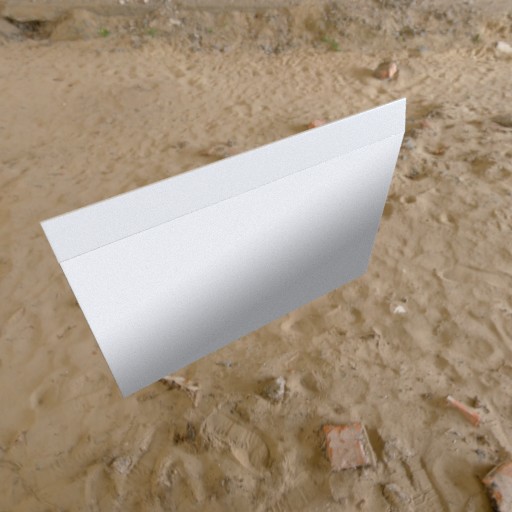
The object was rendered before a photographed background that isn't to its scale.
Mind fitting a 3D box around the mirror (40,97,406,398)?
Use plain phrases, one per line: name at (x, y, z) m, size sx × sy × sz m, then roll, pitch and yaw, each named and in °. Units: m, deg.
mirror at (0.000, 0.000, 1.151) m, size 0.870 × 0.630 × 0.030 m, roll -24°, pitch 51°, yaw -21°
